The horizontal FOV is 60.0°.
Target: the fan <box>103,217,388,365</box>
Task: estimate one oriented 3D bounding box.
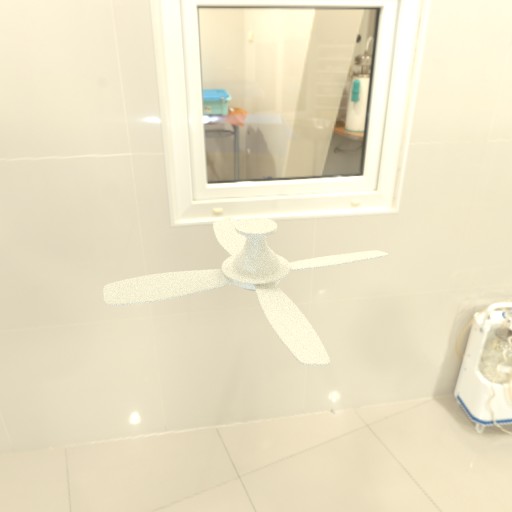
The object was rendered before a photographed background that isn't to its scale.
[{"bbox_3d":[0.000,0.000,2.530,1.694,0.382,1.693,-8,28,-16],"label":"fan"}]
